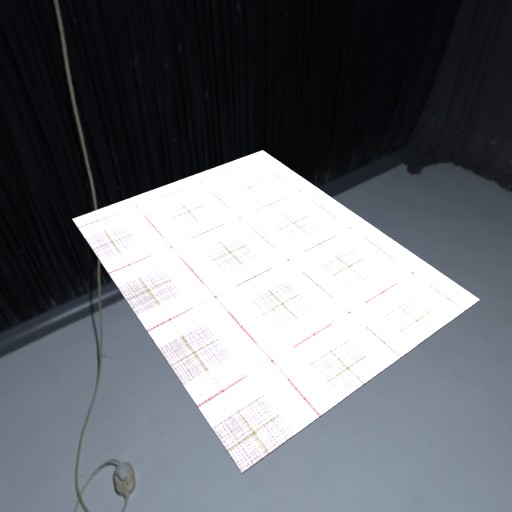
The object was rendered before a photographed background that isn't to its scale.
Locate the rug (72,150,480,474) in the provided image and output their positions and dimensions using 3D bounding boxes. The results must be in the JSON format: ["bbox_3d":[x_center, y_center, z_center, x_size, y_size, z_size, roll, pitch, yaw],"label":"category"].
[{"bbox_3d":[0.000,0.000,3.964,2.317,0.016,2.959,-26,48,-25],"label":"rug"}]
